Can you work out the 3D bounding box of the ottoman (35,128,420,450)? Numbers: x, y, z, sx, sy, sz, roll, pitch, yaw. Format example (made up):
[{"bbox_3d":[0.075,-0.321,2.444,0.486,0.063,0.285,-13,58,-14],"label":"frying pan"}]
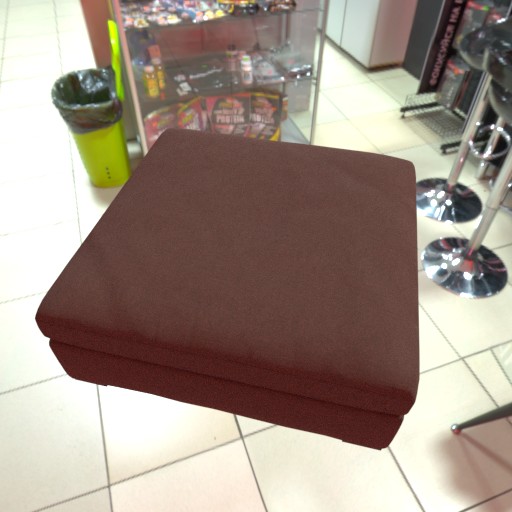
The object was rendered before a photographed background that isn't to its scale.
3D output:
[{"bbox_3d":[0.000,0.000,1.779,1.181,0.470,1.181,10,47,9],"label":"ottoman"}]
